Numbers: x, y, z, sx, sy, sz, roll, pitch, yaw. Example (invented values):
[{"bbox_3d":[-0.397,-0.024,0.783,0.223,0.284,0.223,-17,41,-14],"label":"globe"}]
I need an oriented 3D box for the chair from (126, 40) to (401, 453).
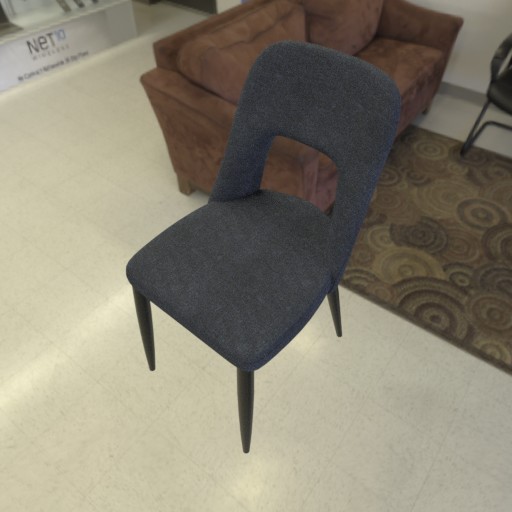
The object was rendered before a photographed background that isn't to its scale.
[{"bbox_3d":[0.000,0.000,1.216,0.470,0.931,0.612,32,55,26],"label":"chair"}]
